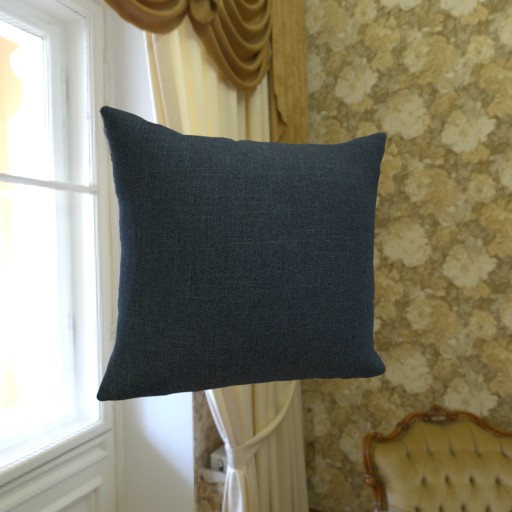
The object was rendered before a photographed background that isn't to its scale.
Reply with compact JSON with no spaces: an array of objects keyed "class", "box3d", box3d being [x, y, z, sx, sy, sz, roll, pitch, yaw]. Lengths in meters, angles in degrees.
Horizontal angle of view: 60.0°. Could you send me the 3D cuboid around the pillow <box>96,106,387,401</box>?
[{"class":"pillow","box3d":[0.000,0.000,0.799,0.546,0.487,0.180,-1,2,-18]}]
